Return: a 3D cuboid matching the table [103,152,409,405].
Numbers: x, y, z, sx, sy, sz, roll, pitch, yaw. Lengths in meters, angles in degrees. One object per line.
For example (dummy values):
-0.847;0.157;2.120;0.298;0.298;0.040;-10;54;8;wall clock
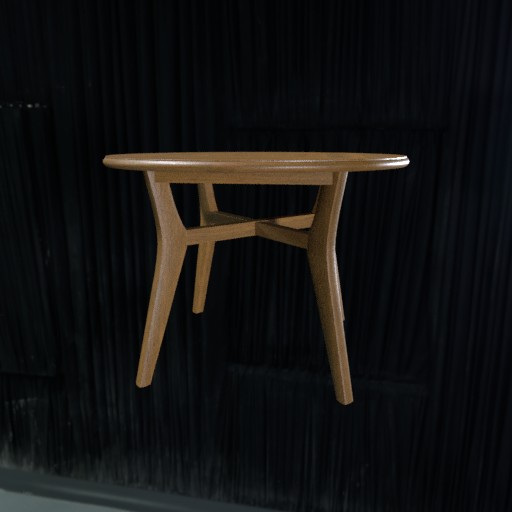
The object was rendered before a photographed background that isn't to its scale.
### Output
0.000;0.000;1.701;1.055;0.757;1.055;0;14;0;table
